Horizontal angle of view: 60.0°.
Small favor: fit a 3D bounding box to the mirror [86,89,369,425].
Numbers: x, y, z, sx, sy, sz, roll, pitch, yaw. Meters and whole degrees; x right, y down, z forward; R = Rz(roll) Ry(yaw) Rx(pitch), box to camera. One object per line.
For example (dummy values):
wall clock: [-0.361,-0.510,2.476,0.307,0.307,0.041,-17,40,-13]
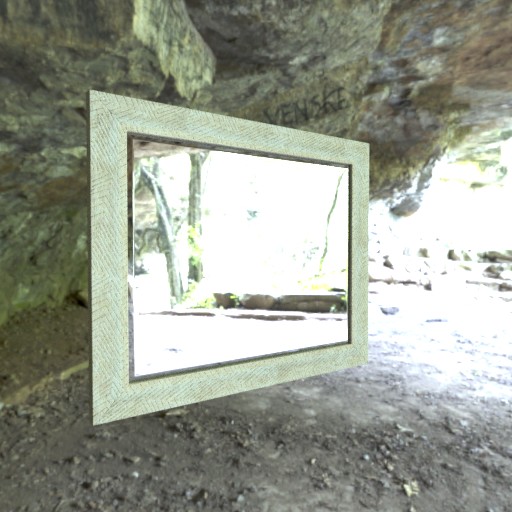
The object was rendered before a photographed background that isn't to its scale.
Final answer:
mirror: [0.000,0.000,1.154,0.839,0.689,0.028,-1,2,-35]
